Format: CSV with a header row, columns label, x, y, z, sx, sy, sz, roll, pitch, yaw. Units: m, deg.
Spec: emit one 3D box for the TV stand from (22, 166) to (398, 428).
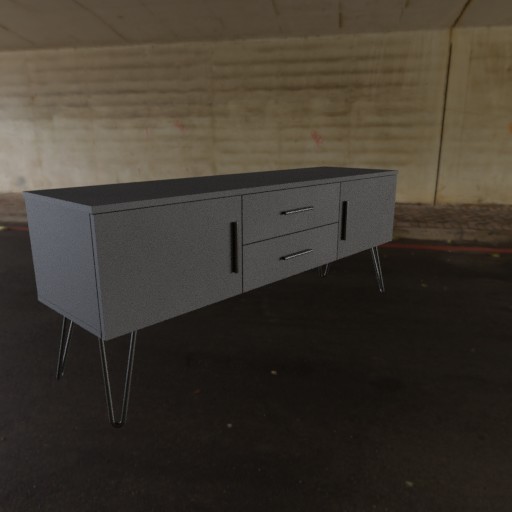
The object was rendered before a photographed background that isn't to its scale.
label,x,y,z,sx,sy,sz,roll,pitch,yaw
TV stand,0.000,0.000,1.620,0.400,0.560,1.400,14,20,42
